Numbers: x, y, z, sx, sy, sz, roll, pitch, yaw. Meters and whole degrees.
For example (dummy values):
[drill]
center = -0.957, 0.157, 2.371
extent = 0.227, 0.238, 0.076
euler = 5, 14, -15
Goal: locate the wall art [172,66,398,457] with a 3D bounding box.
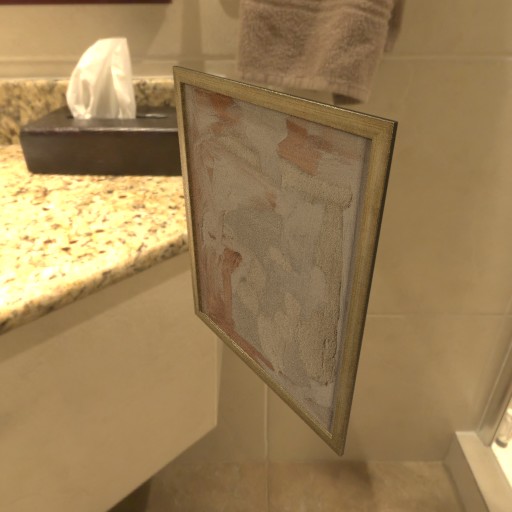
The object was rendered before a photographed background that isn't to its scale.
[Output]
[wall art]
center = 0.000, 0.000, 0.770
extent = 0.009, 0.559, 0.483
euler = -21, 37, -31
